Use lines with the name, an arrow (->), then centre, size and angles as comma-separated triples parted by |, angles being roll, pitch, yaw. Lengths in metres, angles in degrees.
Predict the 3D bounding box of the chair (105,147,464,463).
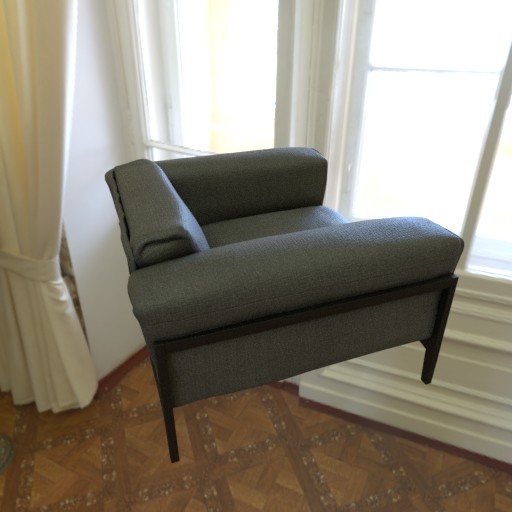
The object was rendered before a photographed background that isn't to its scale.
chair -> 0.000, 0.000, 1.664 | 0.969, 0.646, 1.056 | -10, 31, -18
